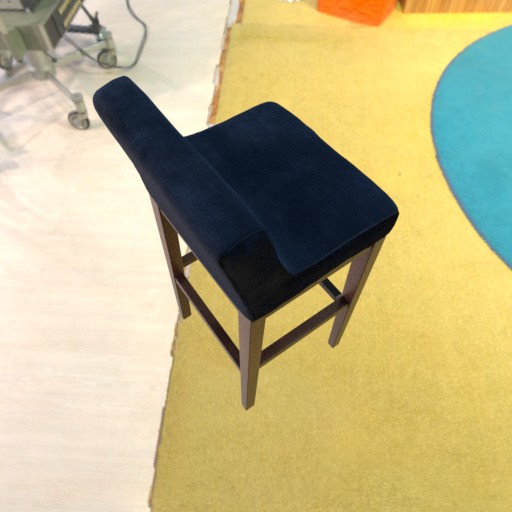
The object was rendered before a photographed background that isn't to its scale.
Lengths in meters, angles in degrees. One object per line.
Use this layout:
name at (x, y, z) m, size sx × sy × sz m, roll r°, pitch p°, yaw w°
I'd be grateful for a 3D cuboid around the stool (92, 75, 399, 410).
stool at (0.000, 0.000, 1.287) m, size 0.500 × 1.037 × 0.511 m, roll -31°, pitch 61°, yaw -19°
